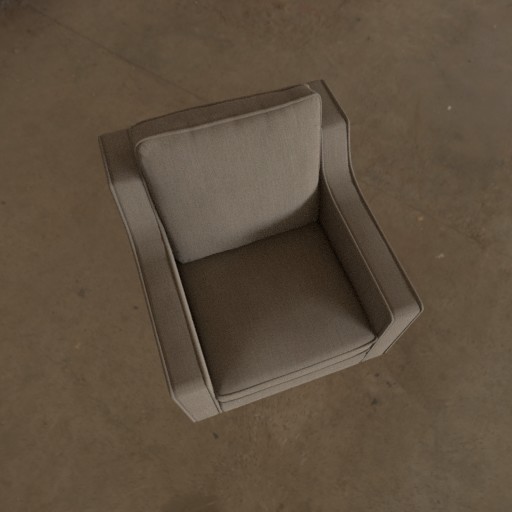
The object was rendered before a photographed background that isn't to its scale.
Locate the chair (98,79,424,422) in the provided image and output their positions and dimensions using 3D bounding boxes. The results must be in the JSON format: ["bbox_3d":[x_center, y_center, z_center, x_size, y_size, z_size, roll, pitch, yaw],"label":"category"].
[{"bbox_3d":[0.000,0.000,1.670,0.831,0.960,0.909,-17,64,-9],"label":"chair"}]
